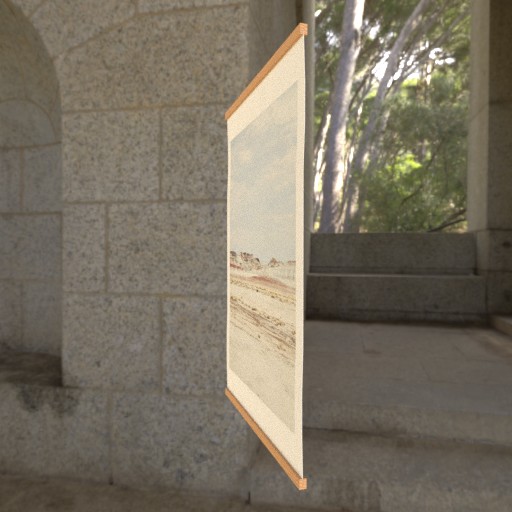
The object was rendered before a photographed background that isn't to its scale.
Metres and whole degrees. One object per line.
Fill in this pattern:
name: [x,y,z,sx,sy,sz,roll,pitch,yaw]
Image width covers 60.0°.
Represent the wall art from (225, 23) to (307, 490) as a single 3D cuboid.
wall art: [0.000,0.000,1.928,0.025,1.521,1.011,0,1,-18]
